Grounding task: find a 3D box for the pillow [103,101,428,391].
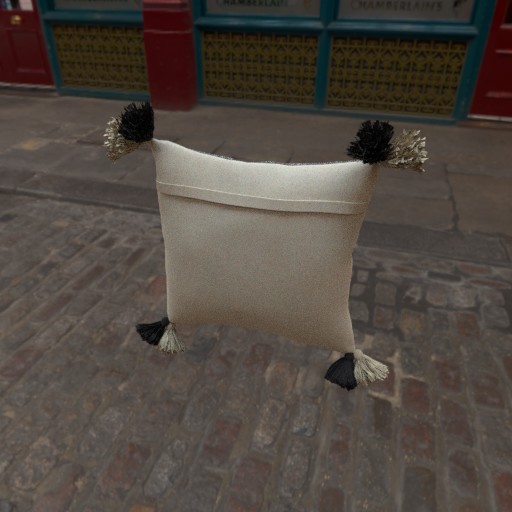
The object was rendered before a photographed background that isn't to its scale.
[{"bbox_3d":[0.000,0.000,0.991,0.654,0.659,0.170,8,32,14],"label":"pillow"}]
